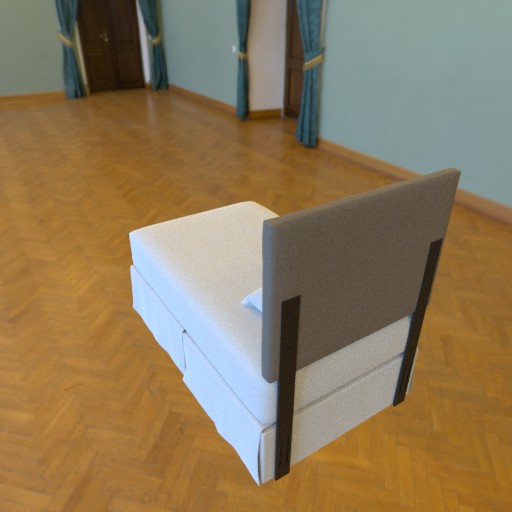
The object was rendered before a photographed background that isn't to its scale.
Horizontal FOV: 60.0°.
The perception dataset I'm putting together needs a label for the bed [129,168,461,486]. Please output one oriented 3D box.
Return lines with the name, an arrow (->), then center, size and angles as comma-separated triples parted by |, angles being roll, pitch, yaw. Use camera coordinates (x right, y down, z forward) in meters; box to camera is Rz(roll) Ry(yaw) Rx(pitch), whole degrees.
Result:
bed -> 0.000, 0.000, 2.996 | 1.261, 1.571, 1.997 | -18, 35, -28
